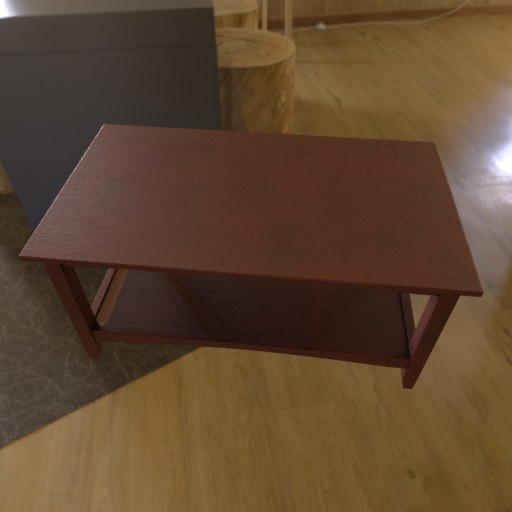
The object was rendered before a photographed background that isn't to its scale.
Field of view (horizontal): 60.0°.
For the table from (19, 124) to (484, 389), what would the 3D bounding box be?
[{"bbox_3d":[0.000,0.000,1.236,0.943,0.456,0.533,4,47,4],"label":"table"}]
